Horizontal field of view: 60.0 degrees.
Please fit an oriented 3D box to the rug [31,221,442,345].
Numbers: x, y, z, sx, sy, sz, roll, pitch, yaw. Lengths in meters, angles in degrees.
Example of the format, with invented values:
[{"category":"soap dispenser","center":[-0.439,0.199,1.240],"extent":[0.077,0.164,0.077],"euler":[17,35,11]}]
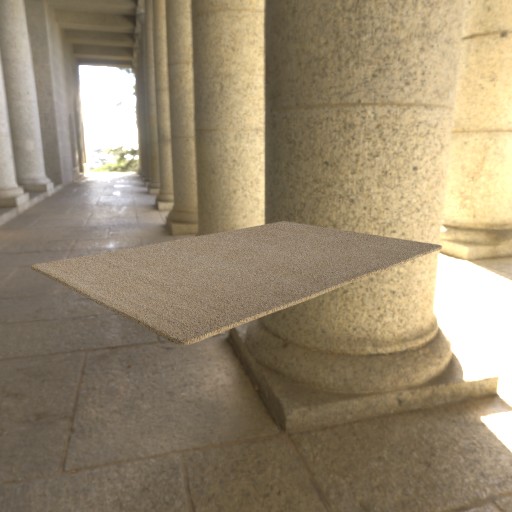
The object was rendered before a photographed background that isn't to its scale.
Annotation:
[{"category":"rug","center":[0.000,0.000,3.420],"extent":[1.801,0.024,2.700],"euler":[13,19,43]}]
